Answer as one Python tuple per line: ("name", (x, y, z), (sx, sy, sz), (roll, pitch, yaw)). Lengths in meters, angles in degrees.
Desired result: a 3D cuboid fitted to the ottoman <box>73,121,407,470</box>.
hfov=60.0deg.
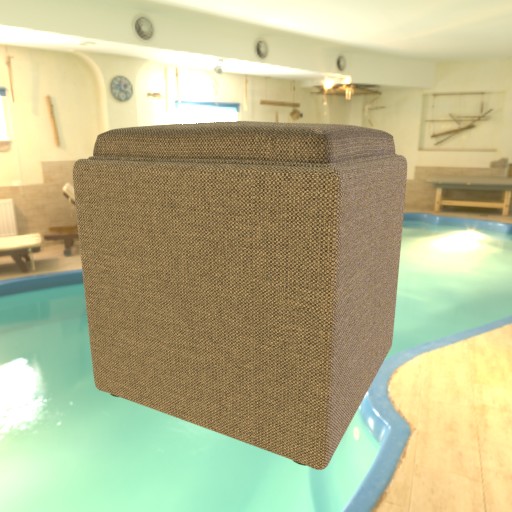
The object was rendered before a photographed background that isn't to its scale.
("ottoman", (0.000, 0.000, 0.840), (0.454, 0.487, 0.436), (8, 17, 27))
